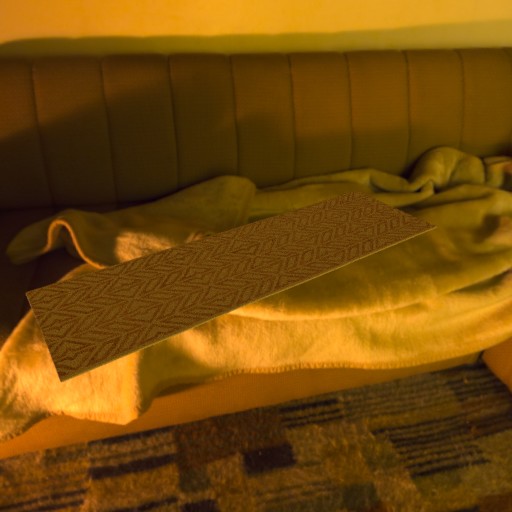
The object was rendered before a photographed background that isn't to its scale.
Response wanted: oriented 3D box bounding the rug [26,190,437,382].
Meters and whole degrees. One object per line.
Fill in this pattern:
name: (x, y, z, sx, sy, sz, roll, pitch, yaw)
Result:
rug: (0.000, 0.000, 2.659, 2.435, 0.009, 0.750, -19, 36, -29)
